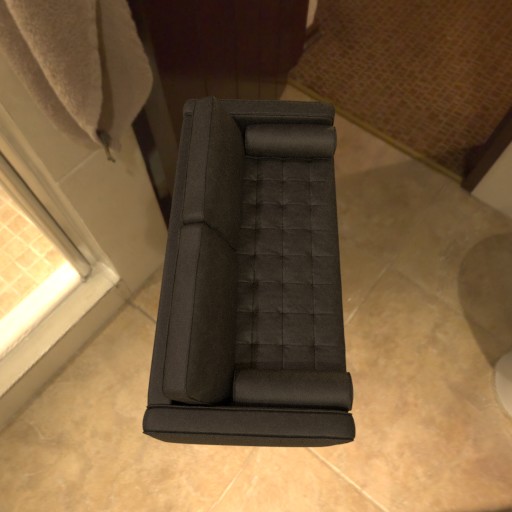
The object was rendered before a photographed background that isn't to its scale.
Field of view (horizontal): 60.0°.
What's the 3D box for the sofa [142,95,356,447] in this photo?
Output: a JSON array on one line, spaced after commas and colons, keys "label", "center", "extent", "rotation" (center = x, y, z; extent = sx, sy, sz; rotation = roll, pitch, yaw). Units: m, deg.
[{"label": "sofa", "center": [0.000, 0.000, 2.393], "extent": [0.921, 0.770, 1.879], "rotation": [1, 64, 1]}]
